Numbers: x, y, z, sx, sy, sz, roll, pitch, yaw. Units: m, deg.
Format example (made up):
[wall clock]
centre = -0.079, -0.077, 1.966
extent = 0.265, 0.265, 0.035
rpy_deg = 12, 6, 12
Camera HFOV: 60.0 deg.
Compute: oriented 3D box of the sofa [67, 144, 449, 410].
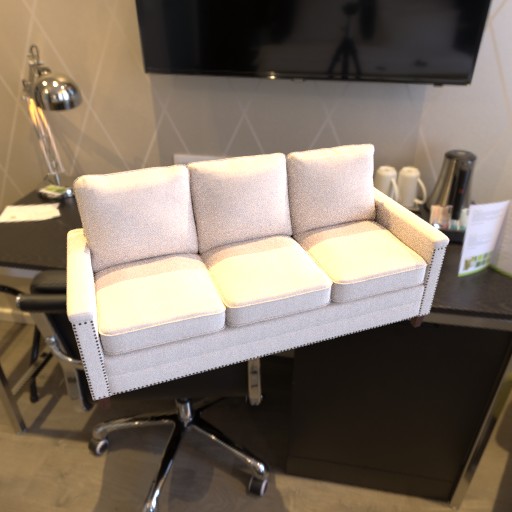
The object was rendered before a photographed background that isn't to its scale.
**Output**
[sofa]
centre = 0.000, 0.000, 2.470
extent = 1.925, 0.961, 0.828
rpy_deg = -11, 33, -17
